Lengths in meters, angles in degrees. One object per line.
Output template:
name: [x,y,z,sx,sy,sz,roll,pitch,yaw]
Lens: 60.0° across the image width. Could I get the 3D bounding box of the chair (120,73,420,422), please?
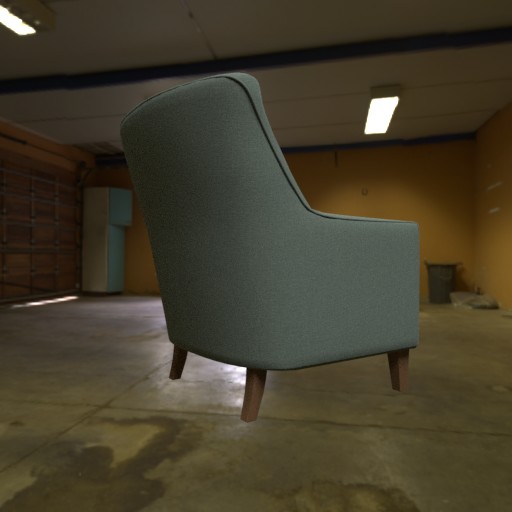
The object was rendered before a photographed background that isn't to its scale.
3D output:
chair: [0.000,0.000,1.558,0.879,0.916,0.756,0,0,-34]
